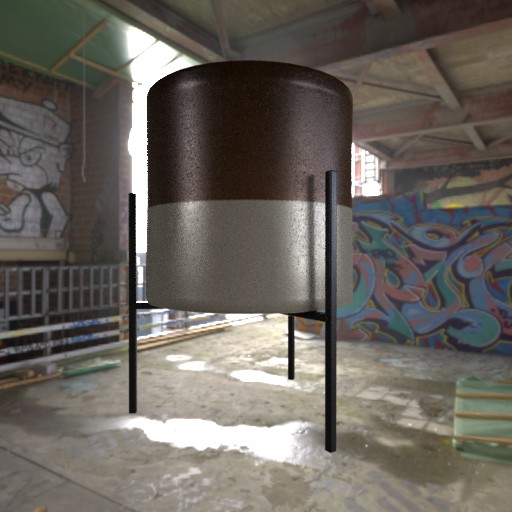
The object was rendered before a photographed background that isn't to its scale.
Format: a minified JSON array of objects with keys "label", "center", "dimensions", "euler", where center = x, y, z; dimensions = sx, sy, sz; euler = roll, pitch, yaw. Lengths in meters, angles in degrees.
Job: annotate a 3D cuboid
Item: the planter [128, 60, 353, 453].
[{"label":"planter","center":[0.000,0.000,0.535],"dimensions":[0.255,0.375,0.269],"euler":[0,0,-36]}]
